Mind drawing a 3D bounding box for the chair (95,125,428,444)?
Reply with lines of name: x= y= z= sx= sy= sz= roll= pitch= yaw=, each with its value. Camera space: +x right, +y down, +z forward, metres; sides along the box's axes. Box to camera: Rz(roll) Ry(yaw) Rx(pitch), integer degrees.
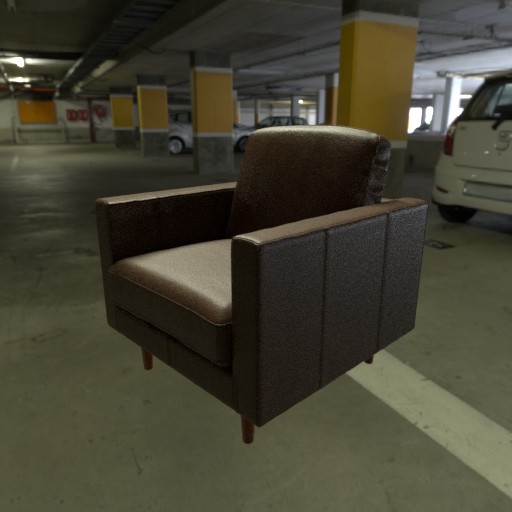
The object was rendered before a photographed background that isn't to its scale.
chair: x=0.000 y=0.000 z=1.688 sx=0.909 sy=0.956 sz=0.890 roll=-16 pitch=23 yaw=-42
